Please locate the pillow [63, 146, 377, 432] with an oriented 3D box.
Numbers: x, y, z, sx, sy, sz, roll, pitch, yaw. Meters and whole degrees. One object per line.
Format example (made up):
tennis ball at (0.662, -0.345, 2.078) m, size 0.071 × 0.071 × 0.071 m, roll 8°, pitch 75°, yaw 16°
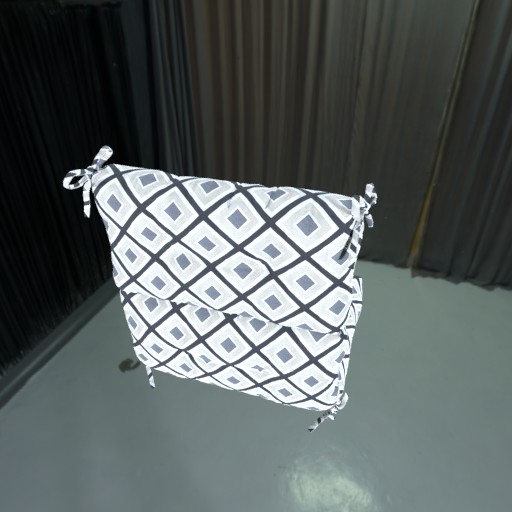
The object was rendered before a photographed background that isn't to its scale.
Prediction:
pillow at (0.000, 0.000, 1.025) m, size 0.519 × 0.605 × 0.571 m, roll 10°, pitch 34°, yaw 15°
